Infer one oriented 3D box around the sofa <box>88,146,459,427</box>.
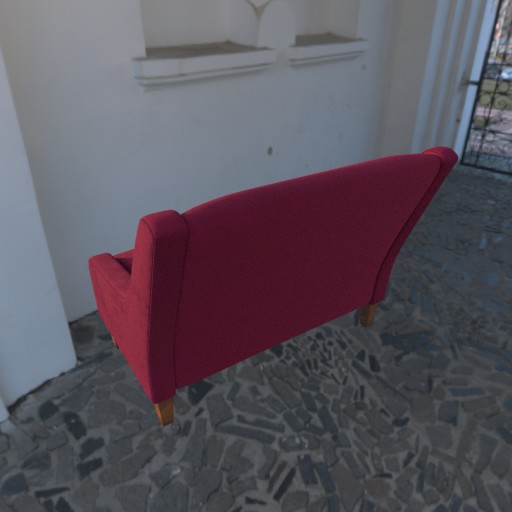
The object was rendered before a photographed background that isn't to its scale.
[{"bbox_3d":[0.000,0.000,1.937,1.242,0.976,0.946,-18,33,-29],"label":"sofa"}]
